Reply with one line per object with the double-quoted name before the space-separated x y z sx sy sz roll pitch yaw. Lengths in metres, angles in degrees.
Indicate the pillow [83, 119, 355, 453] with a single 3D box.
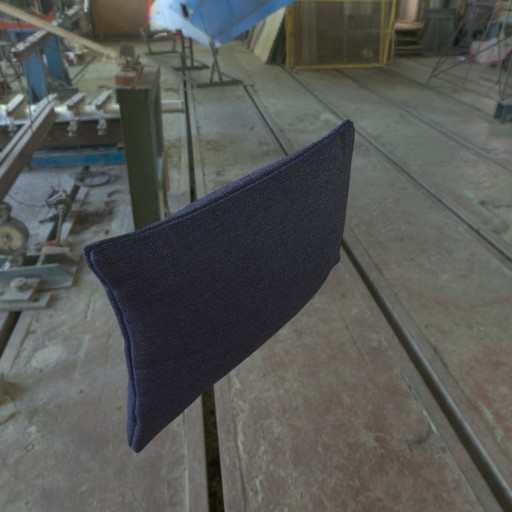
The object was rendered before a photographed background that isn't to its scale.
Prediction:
"pillow" 0.000 0.000 0.767 0.210 0.338 0.633 21 38 30
